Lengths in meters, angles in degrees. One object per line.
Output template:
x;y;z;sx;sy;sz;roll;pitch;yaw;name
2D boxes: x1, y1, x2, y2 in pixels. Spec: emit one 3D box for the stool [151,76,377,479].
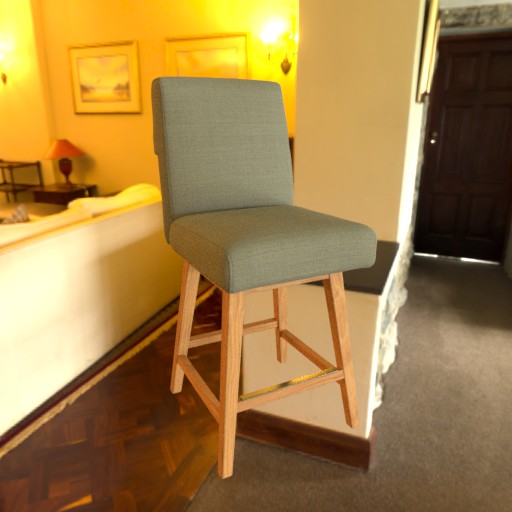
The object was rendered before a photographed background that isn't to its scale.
0.000;0.000;1.314;0.459;1.019;0.570;-9;19;-26;stool
